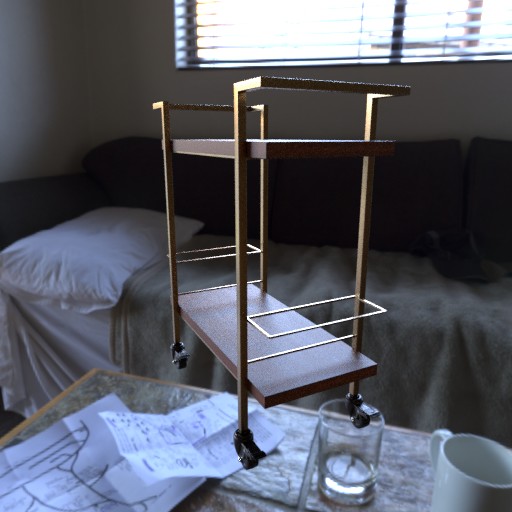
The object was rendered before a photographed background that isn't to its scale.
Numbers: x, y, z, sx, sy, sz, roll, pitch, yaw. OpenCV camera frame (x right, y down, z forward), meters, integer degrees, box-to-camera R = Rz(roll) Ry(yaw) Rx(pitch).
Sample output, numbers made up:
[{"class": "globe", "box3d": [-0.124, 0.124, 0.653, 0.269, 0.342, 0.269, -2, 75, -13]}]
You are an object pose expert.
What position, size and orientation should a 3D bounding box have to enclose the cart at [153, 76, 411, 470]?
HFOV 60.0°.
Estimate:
[{"class": "cart", "box3d": [0.000, 0.000, 1.190, 0.364, 0.807, 0.695, -8, 17, -26]}]
